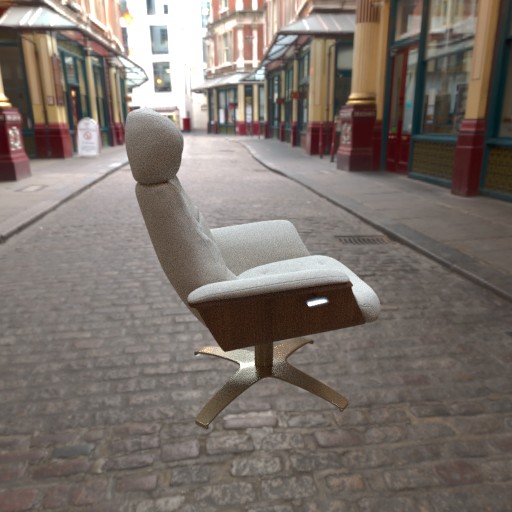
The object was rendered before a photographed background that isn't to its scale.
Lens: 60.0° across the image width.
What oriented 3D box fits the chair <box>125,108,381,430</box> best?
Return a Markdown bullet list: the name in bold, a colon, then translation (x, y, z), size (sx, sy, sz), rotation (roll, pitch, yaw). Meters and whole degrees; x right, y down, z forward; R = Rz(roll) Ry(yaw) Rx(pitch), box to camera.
- **chair**: translation (0.000, 0.000, 1.584), size (0.837, 0.995, 0.785), rotation (-3, 16, -9)
